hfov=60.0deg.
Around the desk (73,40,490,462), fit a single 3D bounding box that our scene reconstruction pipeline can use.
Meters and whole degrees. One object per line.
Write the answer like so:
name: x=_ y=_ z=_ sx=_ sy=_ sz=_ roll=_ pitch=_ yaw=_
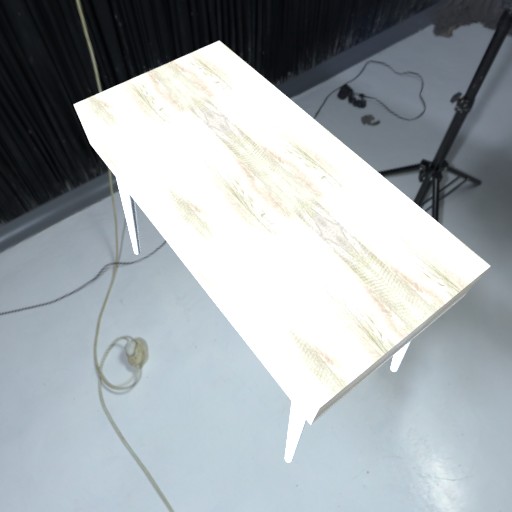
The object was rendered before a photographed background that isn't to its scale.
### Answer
desk: x=0.000 y=0.000 z=1.349 sx=0.491 sy=0.723 sz=0.979 roll=-33 pitch=64 yaw=-19
